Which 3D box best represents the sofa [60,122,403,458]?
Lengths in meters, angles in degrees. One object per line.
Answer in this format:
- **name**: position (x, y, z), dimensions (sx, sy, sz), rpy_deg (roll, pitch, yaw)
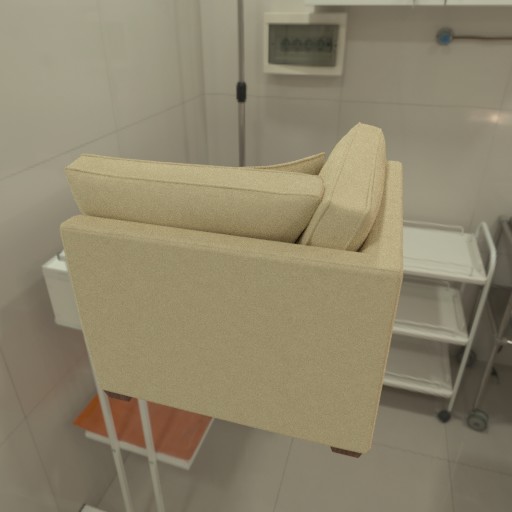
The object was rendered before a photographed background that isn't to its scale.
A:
- **sofa**: position (0.000, 0.000, 1.943), dimensions (1.146, 1.002, 1.084), rpy_deg (8, 30, 14)
